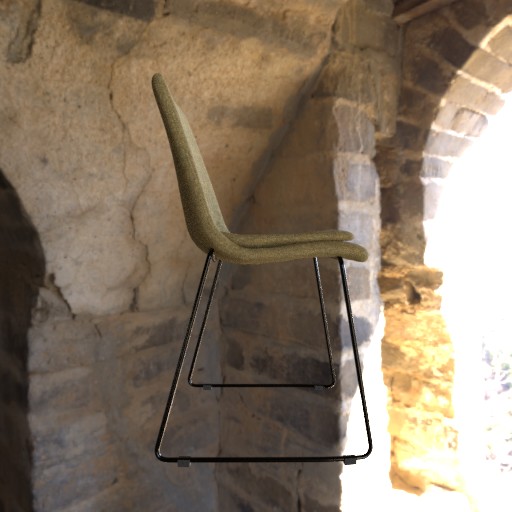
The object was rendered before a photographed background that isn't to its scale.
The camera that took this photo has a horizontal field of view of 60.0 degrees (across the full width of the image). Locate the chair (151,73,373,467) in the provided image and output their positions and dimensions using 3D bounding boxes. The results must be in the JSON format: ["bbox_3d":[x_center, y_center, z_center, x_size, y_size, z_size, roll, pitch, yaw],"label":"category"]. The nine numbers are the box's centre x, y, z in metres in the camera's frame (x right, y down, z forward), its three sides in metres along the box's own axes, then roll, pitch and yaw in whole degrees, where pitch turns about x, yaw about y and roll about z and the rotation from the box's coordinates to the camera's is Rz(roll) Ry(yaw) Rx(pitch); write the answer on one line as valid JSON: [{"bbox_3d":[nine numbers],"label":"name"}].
[{"bbox_3d":[0.000,0.000,1.134,0.496,0.849,0.479,0,2,0],"label":"chair"}]
